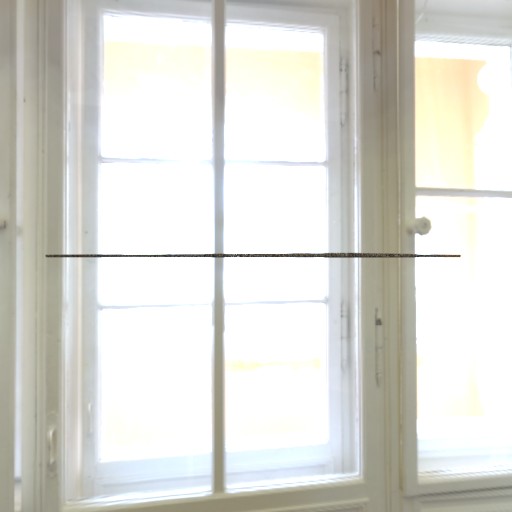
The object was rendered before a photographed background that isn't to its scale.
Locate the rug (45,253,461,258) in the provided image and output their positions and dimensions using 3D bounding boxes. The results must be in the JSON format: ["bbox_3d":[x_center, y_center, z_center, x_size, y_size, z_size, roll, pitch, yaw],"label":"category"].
[{"bbox_3d":[0.000,0.000,4.084,3.000,0.025,2.401,0,0,37],"label":"rug"}]
